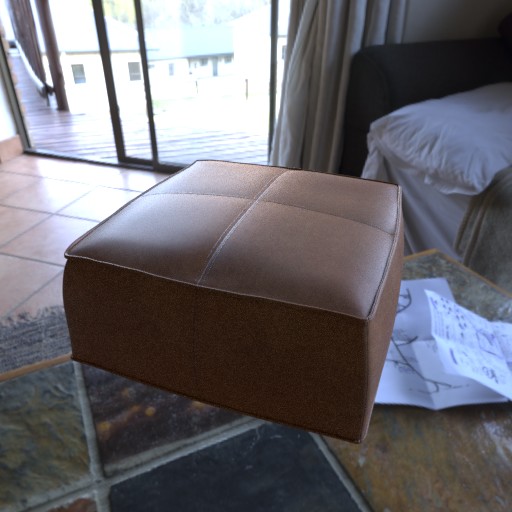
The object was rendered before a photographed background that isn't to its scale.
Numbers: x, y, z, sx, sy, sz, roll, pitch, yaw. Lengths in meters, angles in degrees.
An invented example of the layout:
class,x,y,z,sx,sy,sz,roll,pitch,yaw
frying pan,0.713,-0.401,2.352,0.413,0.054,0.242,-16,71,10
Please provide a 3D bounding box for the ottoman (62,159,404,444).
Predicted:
class,x,y,z,sx,sy,sz,roll,pitch,yaw
ottoman,0.000,0.000,1.420,0.901,0.395,0.902,11,32,17
